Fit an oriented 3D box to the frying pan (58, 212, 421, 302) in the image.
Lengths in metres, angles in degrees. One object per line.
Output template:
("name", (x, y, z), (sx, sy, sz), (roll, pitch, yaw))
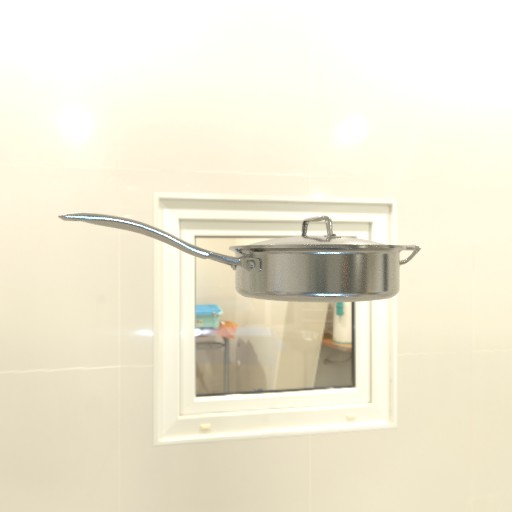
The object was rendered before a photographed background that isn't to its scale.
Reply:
("frying pan", (0.000, 0.000, 0.600), (0.492, 0.111, 0.245), (0, 0, -19))
